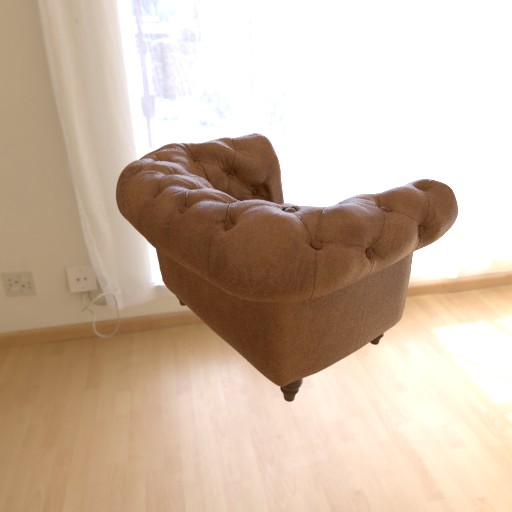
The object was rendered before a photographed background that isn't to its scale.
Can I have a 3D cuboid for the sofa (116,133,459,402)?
[{"bbox_3d":[0.000,0.000,2.095,1.033,0.878,1.405,-19,33,-33],"label":"sofa"}]
